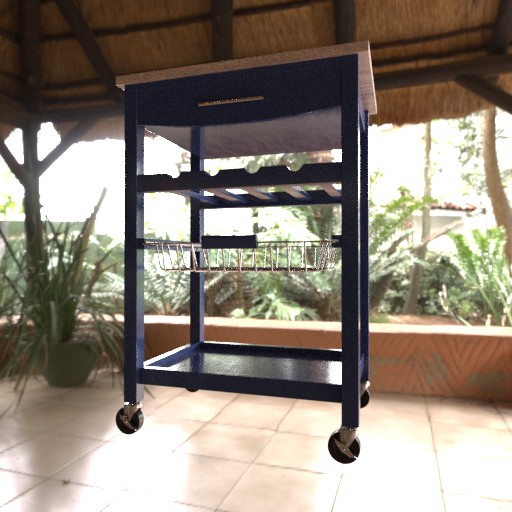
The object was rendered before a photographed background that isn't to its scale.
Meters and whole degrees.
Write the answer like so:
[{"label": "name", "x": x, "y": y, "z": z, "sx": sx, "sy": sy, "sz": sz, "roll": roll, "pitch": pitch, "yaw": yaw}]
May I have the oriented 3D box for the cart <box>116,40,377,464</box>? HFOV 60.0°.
[{"label": "cart", "x": 0.000, "y": 0.000, "z": 1.137, "sx": 0.584, "sy": 0.839, "sz": 0.403, "roll": 0, "pitch": 0, "yaw": 17}]
